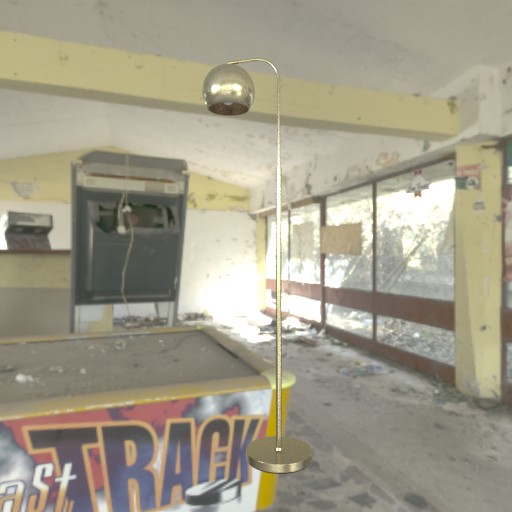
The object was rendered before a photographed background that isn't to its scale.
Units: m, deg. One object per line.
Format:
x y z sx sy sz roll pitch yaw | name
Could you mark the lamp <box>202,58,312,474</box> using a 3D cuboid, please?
0.000 0.000 1.702 0.431 1.526 0.250 0 0 18 | lamp
